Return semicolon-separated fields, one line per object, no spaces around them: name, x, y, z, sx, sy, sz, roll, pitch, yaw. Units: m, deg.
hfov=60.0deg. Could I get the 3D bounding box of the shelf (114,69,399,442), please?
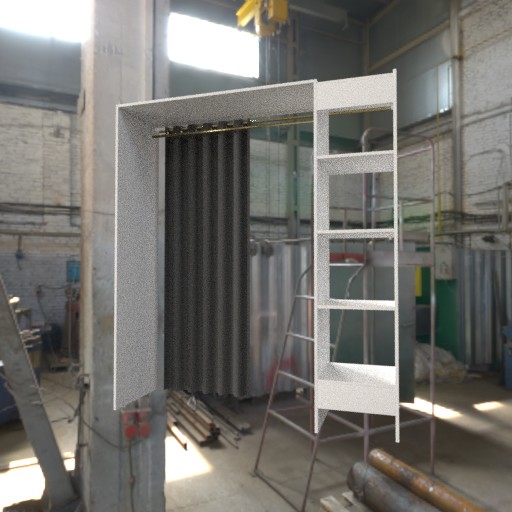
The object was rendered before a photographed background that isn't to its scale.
shelf;0.000;0.000;2.623;1.600;1.810;0.500;0;-1;18
